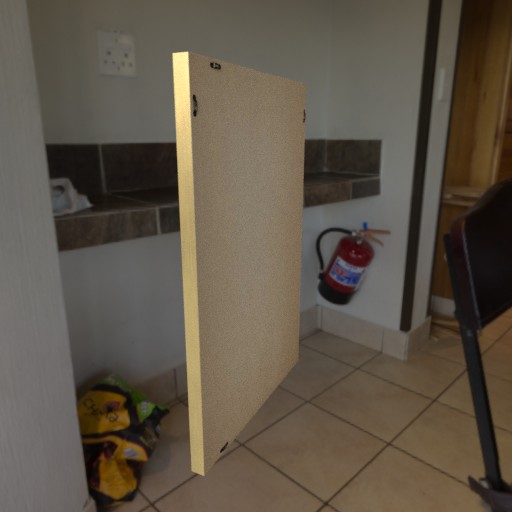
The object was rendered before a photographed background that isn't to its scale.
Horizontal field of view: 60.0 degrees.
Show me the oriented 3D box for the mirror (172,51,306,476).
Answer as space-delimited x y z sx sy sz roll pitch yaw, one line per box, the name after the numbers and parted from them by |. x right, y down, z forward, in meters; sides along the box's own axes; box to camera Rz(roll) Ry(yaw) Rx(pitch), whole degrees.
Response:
0.000 0.000 1.186 0.040 0.915 0.609 8 17 25 | mirror
